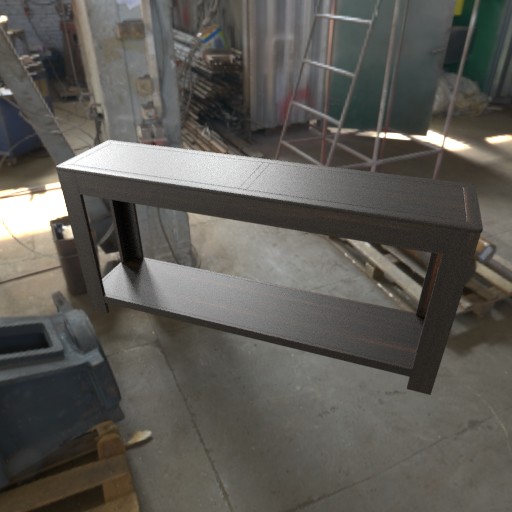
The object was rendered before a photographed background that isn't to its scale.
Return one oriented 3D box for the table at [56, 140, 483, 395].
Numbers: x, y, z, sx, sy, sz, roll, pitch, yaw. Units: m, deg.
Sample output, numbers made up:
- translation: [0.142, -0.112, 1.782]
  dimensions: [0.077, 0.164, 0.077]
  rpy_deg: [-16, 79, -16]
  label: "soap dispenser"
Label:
- translation: [0.000, 0.000, 1.961]
  dimensions: [1.631, 0.762, 0.384]
  rpy_deg: [11, 34, 16]
  label: "table"
